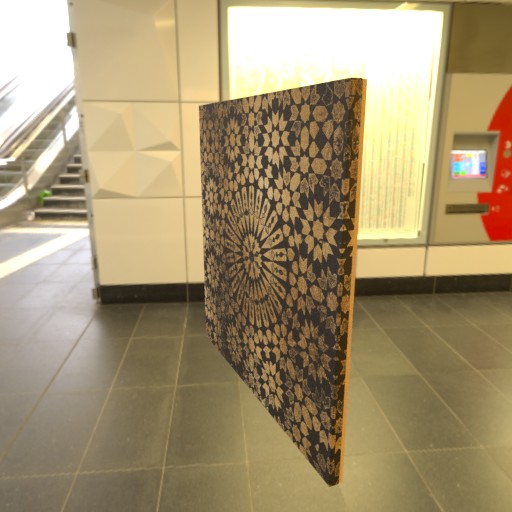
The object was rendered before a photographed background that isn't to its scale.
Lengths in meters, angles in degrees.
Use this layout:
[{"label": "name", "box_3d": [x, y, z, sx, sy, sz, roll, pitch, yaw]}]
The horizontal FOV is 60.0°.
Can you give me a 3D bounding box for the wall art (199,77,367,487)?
[{"label": "wall art", "box_3d": [0.000, 0.000, 1.342, 0.038, 0.914, 0.914, -7, 17, -24]}]
